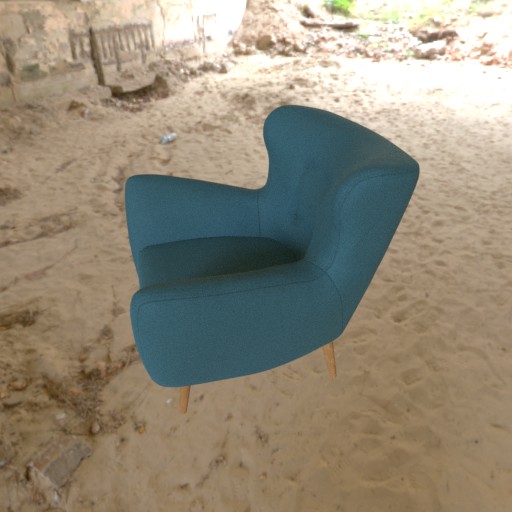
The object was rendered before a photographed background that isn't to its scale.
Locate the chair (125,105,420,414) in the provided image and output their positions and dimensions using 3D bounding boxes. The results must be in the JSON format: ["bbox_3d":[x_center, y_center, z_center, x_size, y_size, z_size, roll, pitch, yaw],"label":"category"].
[{"bbox_3d":[0.000,0.000,1.610,0.889,0.889,0.890,-8,32,-13],"label":"chair"}]
